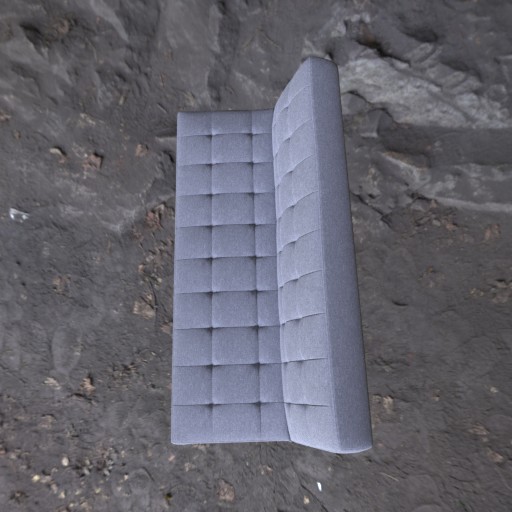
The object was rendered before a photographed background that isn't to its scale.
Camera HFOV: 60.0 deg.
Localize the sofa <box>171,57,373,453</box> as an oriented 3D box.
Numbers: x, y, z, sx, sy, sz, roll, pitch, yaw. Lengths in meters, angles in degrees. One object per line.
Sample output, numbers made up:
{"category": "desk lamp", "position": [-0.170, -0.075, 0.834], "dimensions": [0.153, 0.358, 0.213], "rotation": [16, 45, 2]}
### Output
{"category": "sofa", "position": [0.000, 0.000, 2.272], "dimensions": [0.860, 0.810, 1.800], "rotation": [-2, 74, 0]}
